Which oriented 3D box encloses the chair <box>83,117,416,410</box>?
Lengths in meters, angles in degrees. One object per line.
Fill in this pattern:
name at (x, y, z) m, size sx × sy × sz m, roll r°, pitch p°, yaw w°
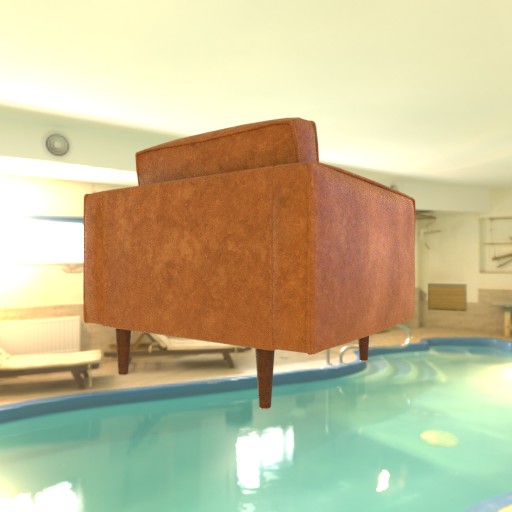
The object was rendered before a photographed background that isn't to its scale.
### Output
chair at (0.000, 0.000, 1.552) m, size 0.928 × 0.767 × 0.798 m, roll 0°, pitch -1°, yaw 36°
